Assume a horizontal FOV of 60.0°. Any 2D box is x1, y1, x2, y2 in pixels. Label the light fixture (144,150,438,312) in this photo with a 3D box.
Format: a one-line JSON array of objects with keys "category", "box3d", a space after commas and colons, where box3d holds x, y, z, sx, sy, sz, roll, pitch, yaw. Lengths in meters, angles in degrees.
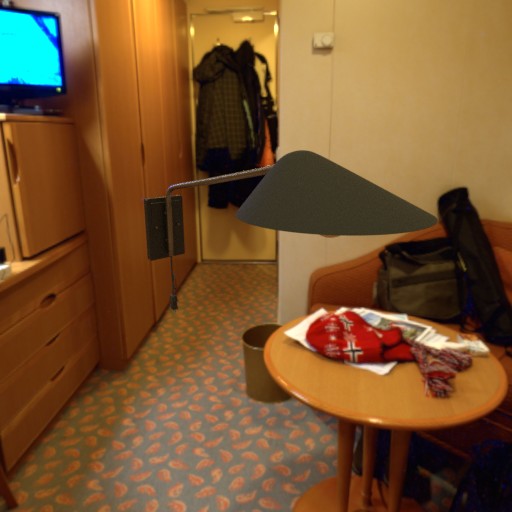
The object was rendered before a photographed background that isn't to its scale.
[{"category": "light fixture", "box3d": [0.000, 0.000, 0.663, 0.240, 0.312, 0.516, -14, 21, -41]}]
